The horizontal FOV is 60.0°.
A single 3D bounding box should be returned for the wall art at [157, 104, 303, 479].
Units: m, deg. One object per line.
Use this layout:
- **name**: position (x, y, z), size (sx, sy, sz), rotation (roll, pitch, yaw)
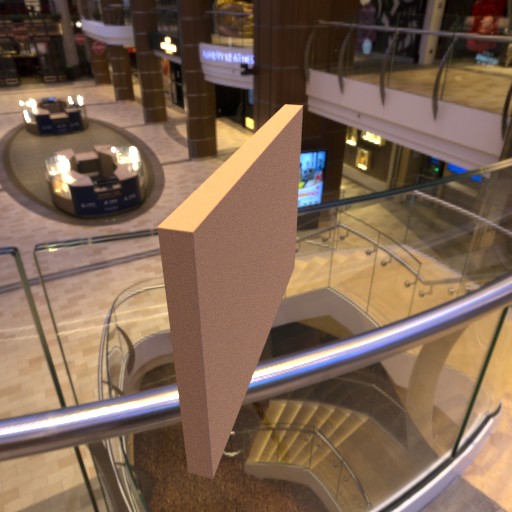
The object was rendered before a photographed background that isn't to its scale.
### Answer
- **wall art**: position (0.000, 0.000, 0.803), size (0.039, 0.407, 0.609), rotation (8, 31, 13)
